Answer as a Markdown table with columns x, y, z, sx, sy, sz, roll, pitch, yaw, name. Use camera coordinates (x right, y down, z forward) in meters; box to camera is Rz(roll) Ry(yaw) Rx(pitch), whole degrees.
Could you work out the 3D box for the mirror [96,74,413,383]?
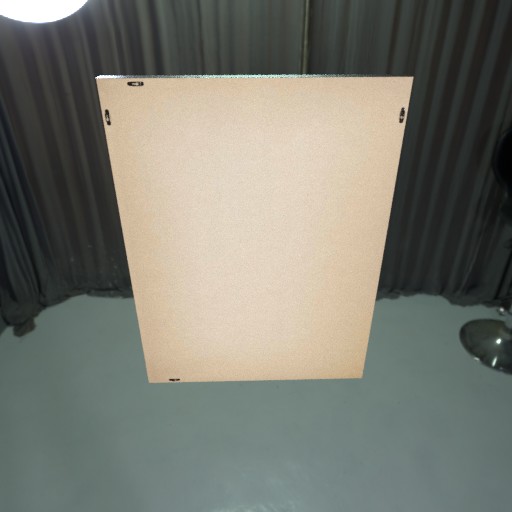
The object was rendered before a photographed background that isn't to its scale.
| x | y | z | sx | sy | sz | roll | pitch | yaw | name |
| --- | --- | --- | --- | --- | --- | --- | --- | --- | --- |
| 0.000 | 0.000 | 1.336 | 0.762 | 1.016 | 0.041 | -1 | 31 | -1 | mirror |
